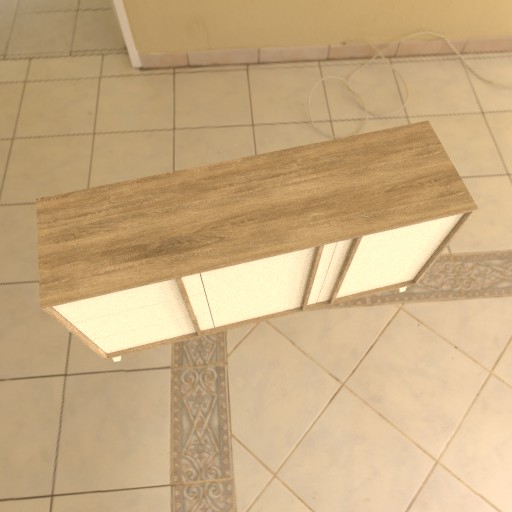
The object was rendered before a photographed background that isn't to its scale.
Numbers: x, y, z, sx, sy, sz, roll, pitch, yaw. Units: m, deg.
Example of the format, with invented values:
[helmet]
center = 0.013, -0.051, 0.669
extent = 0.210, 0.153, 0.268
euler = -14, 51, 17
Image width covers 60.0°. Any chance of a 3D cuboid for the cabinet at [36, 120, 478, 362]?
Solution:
[cabinet]
center = 0.000, 0.000, 2.053
extent = 1.600, 0.870, 0.450
euler = -13, 64, -6
